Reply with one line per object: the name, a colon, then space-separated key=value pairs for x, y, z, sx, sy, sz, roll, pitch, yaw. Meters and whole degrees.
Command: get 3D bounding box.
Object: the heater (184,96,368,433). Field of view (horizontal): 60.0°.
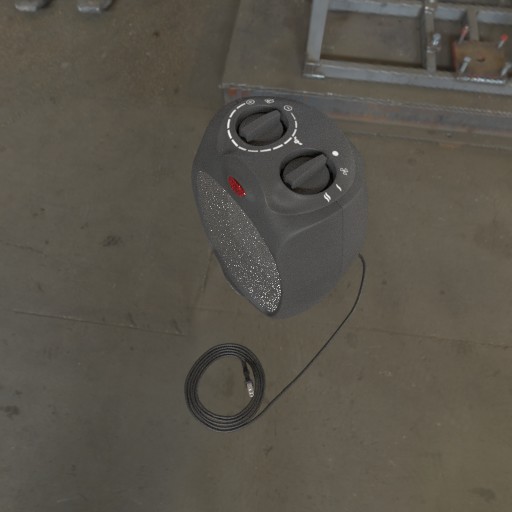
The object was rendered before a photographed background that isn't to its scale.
heater: x=0.000 y=0.000 z=0.460 sx=0.291 sy=0.240 sz=0.239 roll=-35 pitch=69 yaw=-15
